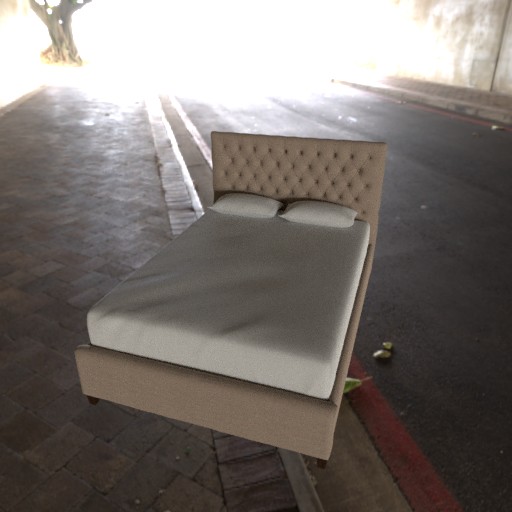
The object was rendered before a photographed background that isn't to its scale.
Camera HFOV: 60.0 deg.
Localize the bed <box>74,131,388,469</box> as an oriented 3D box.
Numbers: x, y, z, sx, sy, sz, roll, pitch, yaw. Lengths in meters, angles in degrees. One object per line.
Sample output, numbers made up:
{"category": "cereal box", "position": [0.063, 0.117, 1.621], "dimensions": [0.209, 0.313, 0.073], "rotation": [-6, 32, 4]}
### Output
{"category": "bed", "position": [0.000, 0.000, 3.479], "dimensions": [1.698, 1.427, 2.387], "rotation": [8, 27, 17]}
